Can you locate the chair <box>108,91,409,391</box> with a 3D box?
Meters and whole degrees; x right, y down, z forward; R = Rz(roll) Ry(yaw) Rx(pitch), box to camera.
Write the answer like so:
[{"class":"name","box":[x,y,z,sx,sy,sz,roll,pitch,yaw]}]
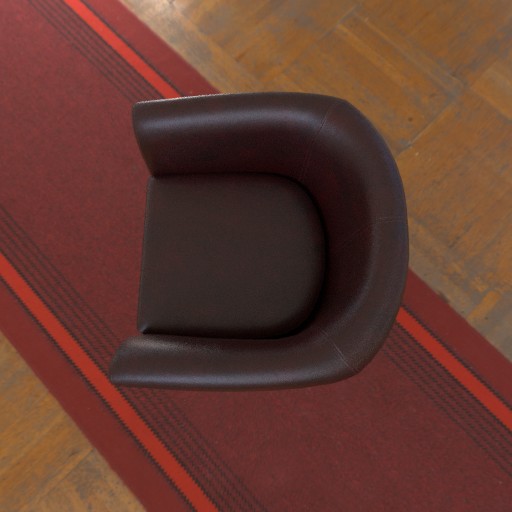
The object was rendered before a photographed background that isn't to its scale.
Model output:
[{"class":"chair","box":[0.000,0.000,1.398,0.727,0.756,0.792,1,76,0]}]
